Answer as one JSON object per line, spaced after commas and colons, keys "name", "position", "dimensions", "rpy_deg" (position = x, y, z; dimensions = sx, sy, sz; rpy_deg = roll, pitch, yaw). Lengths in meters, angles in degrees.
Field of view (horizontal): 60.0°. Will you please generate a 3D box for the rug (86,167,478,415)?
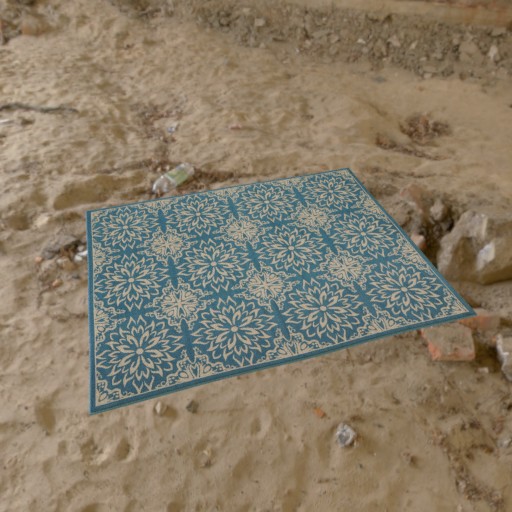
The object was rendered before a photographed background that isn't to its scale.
{"name": "rug", "position": [0.000, 0.000, 4.031], "dimensions": [2.964, 0.018, 2.350], "rpy_deg": [-11, 43, -12]}
